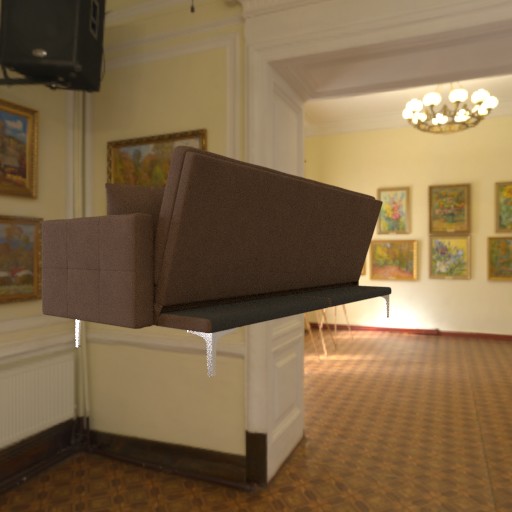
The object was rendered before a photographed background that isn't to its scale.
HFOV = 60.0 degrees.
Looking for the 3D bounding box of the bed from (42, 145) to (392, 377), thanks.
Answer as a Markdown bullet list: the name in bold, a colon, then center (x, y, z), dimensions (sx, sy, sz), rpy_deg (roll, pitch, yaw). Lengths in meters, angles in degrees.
- **bed**: center (0.000, 0.000, 2.393), dimensions (0.889, 0.787, 1.905), rpy_deg (0, 1, 36)
